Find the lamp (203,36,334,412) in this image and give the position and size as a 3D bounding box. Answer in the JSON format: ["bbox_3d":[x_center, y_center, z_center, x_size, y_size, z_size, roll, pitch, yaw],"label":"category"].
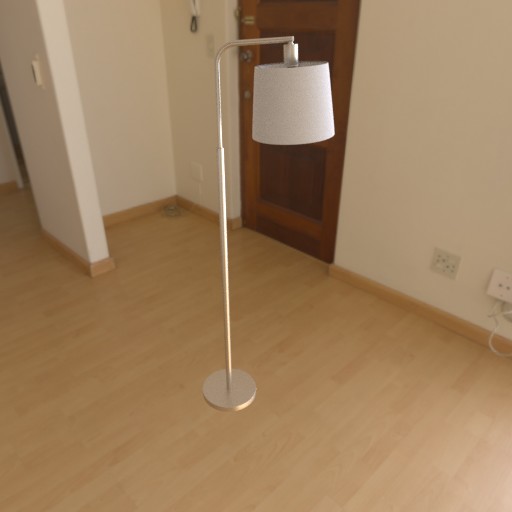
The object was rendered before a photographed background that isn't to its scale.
[{"bbox_3d":[0.000,0.000,1.659,0.508,1.478,0.254,10,30,18],"label":"lamp"}]
